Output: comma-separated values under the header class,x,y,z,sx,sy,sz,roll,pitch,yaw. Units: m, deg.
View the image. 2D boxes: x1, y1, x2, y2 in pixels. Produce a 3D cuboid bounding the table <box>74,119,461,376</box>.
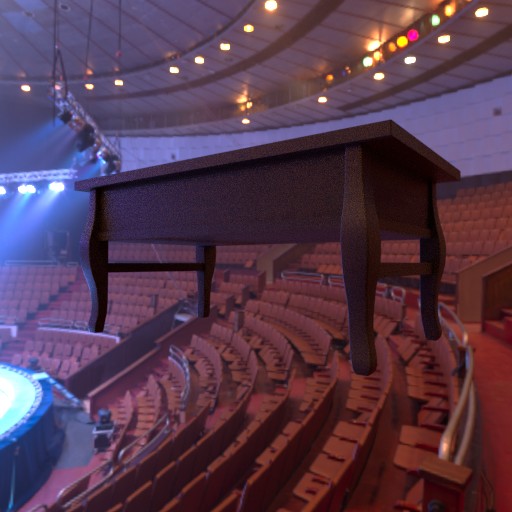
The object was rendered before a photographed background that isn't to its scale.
class,x,y,z,sx,sy,sz,roll,pitch,yaw
table,0.000,0.000,1.377,1.062,0.494,0.600,-1,-1,37
